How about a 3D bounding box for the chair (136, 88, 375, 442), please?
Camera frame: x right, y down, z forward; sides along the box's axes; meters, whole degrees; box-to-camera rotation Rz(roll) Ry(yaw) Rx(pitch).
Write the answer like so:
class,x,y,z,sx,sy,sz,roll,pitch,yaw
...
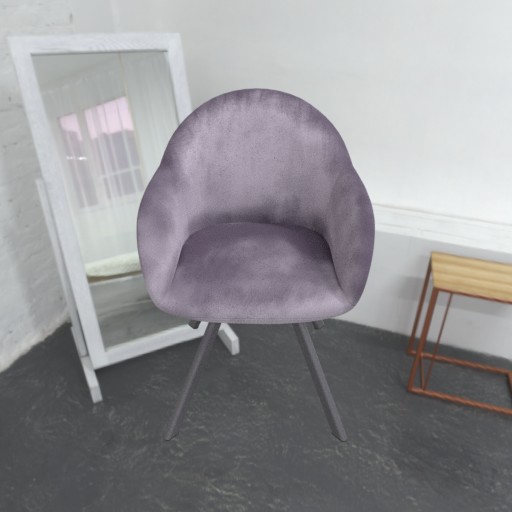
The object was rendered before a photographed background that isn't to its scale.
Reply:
class,x,y,z,sx,sy,sz,roll,pitch,yaw
chair,0.000,0.000,1.232,0.550,0.795,0.590,0,30,0
